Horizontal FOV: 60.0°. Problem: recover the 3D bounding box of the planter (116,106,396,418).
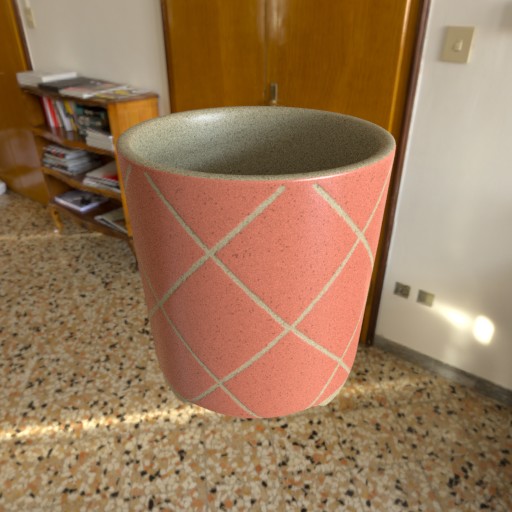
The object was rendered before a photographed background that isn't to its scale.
[{"bbox_3d":[0.000,0.000,0.361,0.191,0.200,0.191,0,30,0],"label":"planter"}]
